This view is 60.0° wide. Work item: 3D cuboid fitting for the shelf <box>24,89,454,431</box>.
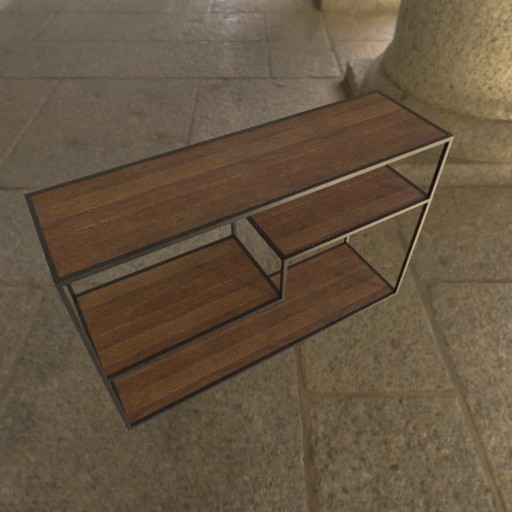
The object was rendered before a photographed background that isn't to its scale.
[{"bbox_3d":[0.000,0.000,1.536,1.201,0.765,0.361,-23,50,-20],"label":"shelf"}]
